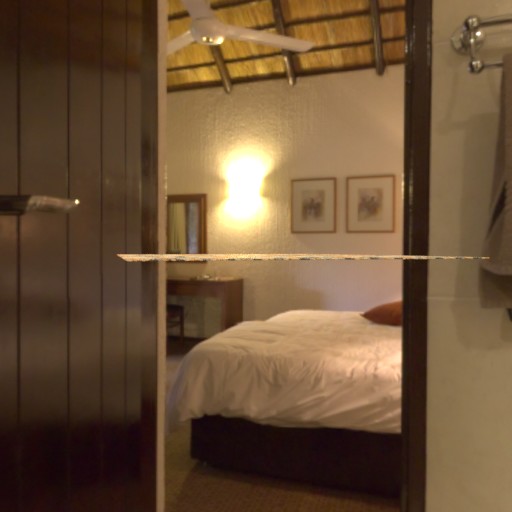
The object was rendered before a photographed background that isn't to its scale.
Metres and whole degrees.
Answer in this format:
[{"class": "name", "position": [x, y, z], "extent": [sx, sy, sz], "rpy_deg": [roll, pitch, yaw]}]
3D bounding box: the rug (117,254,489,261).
[{"class": "rug", "position": [0.000, 0.000, 4.151], "extent": [2.439, 0.010, 3.048], "rpy_deg": [0, 1, -18]}]
